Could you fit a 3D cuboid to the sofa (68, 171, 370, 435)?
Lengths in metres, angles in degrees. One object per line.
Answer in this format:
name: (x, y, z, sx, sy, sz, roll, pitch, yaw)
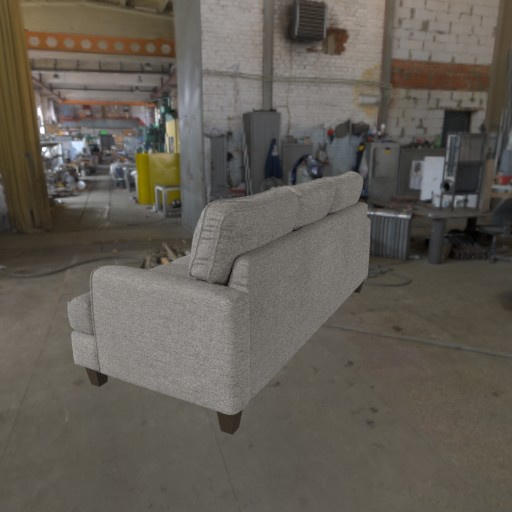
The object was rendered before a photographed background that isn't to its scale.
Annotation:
sofa: (0.000, 0.000, 2.794, 0.951, 0.965, 2.158, 8, 16, 27)
